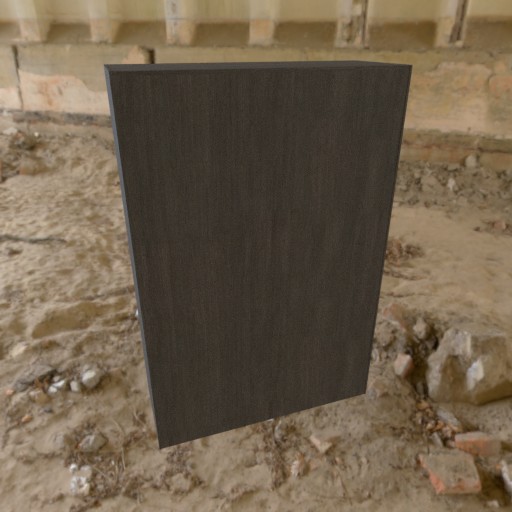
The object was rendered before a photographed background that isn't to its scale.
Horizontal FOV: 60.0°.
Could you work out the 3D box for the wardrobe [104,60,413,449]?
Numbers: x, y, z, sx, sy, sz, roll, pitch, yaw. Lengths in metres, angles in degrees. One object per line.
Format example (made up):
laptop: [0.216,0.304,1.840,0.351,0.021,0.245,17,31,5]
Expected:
wardrobe: [0.000,0.000,2.406,1.290,1.910,0.510,-9,27,-17]
